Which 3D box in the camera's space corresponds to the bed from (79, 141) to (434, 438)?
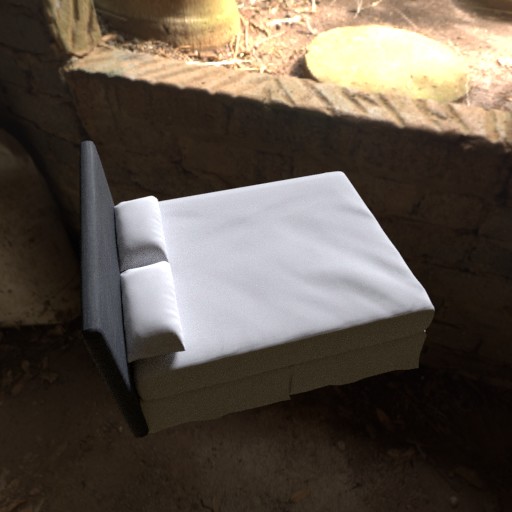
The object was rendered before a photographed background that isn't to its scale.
[{"bbox_3d":[0.000,0.000,3.217,2.142,1.330,1.723,-11,48,-10],"label":"bed"}]
